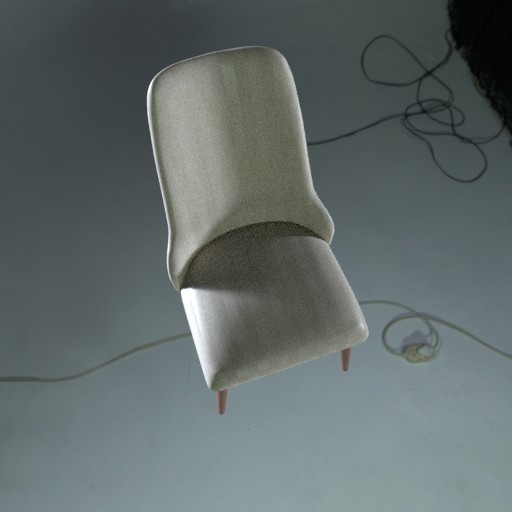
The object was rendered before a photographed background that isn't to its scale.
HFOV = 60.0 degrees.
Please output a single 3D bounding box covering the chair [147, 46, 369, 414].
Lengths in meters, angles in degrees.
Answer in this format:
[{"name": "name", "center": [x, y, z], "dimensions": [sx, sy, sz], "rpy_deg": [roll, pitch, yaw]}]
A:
[{"name": "chair", "center": [0.000, 0.000, 1.327], "dimensions": [0.526, 0.917, 0.684], "rpy_deg": [-17, 65, -8]}]
